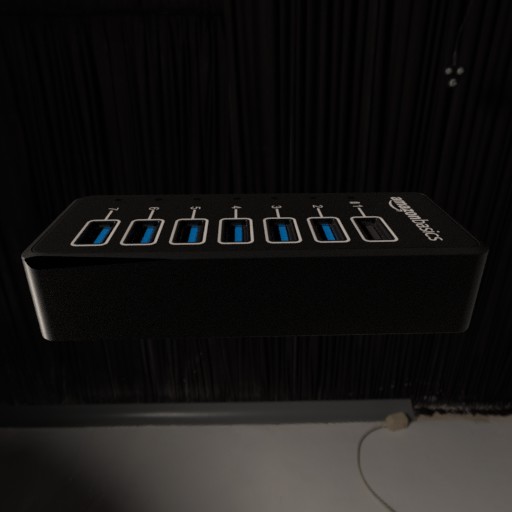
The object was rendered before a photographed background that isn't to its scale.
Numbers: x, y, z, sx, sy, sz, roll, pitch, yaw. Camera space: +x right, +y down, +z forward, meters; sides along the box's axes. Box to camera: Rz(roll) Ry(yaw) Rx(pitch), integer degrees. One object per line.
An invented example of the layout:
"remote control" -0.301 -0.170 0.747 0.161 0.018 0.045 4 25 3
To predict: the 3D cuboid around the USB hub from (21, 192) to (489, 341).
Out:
"USB hub" 0.000 0.000 0.125 0.110 0.023 0.044 -1 27 -2
